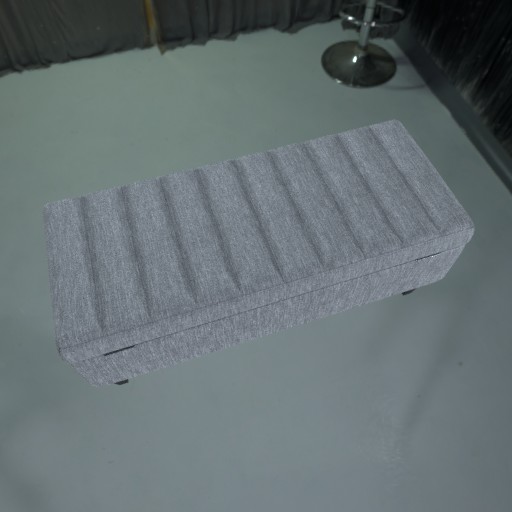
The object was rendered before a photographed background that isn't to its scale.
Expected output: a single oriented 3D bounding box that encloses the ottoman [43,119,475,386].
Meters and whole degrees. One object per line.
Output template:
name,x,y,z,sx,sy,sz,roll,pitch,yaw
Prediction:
ottoman,0.000,0.000,1.420,1.151,0.469,0.482,-16,60,-10
